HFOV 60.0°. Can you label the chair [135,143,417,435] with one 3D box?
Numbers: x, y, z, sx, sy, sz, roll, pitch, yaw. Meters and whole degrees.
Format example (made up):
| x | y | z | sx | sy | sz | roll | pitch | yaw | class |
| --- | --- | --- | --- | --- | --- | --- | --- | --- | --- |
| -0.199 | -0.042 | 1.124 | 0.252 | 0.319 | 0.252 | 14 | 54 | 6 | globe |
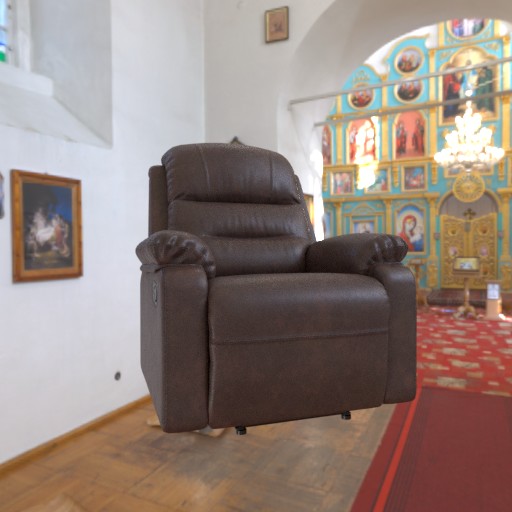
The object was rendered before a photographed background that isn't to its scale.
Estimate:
| x | y | z | sx | sy | sz | roll | pitch | yaw | class |
| --- | --- | --- | --- | --- | --- | --- | --- | --- | --- |
| 0.000 | 0.000 | 1.652 | 0.855 | 0.992 | 0.919 | 0 | 1 | -19 | chair |
